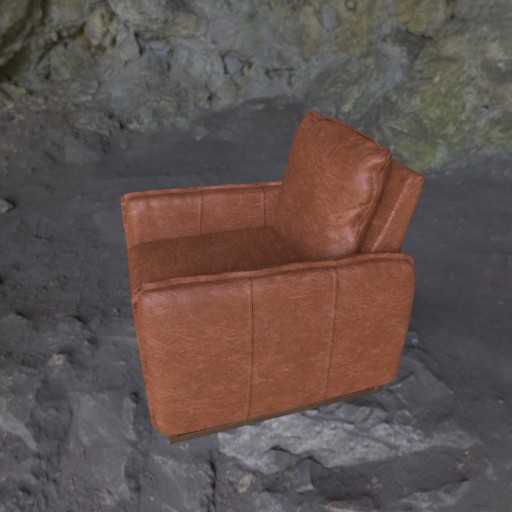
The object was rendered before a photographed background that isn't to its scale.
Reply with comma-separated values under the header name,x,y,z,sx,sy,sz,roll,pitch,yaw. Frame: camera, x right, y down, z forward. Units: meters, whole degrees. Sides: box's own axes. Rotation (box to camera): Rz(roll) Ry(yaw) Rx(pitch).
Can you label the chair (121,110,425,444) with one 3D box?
name,x,y,z,sx,sy,sz,roll,pitch,yaw
chair,0.000,0.000,1.644,0.922,0.922,0.830,-9,30,-15
